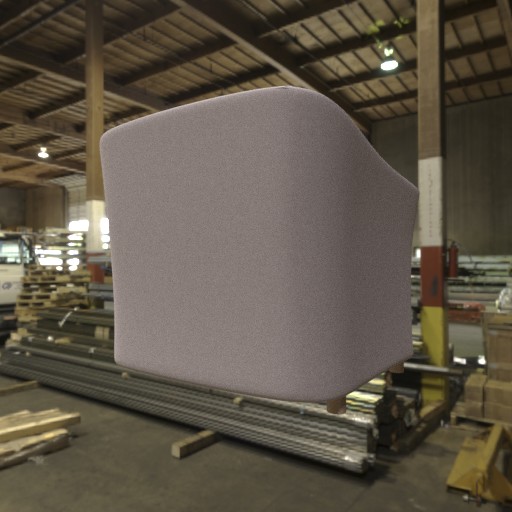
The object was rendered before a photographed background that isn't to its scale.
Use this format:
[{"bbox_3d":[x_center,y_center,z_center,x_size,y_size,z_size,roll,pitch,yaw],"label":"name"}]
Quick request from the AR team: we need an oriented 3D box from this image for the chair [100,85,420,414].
[{"bbox_3d":[0.000,0.000,1.340,0.790,0.720,0.700,0,-1,35],"label":"chair"}]
